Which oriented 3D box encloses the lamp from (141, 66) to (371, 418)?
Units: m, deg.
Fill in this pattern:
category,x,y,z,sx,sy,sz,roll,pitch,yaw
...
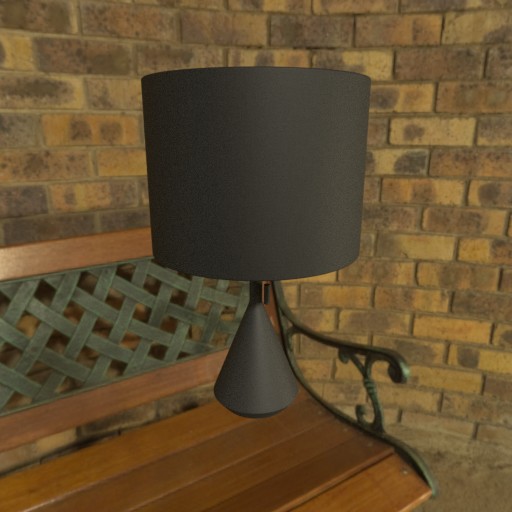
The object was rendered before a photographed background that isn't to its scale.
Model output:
category,x,y,z,sx,sy,sz,roll,pitch,yaw
lamp,0.000,0.000,0.792,0.359,0.584,0.359,8,18,26
